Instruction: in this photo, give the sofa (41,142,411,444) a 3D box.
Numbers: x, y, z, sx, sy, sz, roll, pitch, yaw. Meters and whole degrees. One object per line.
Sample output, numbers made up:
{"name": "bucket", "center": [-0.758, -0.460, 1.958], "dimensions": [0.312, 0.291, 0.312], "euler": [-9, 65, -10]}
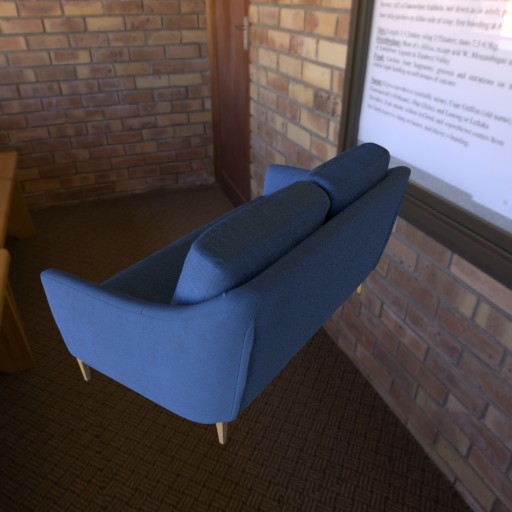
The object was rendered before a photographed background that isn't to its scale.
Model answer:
{"name": "sofa", "center": [0.000, 0.000, 2.126], "dimensions": [0.960, 0.902, 1.619], "euler": [21, 37, 30]}
